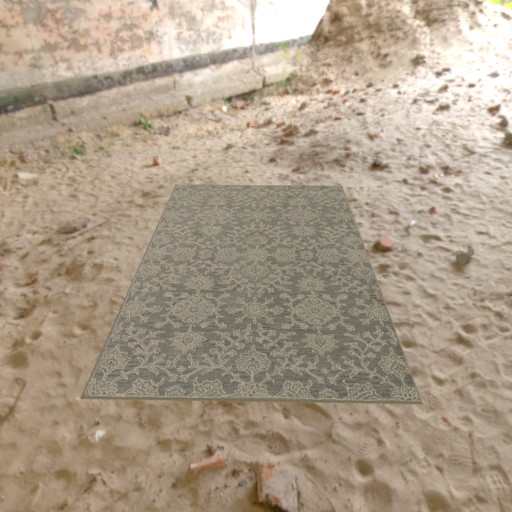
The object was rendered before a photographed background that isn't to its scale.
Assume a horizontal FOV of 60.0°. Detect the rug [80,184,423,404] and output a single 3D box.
[{"bbox_3d":[0.000,0.000,2.988,1.515,0.010,2.430,1,32,1],"label":"rug"}]
